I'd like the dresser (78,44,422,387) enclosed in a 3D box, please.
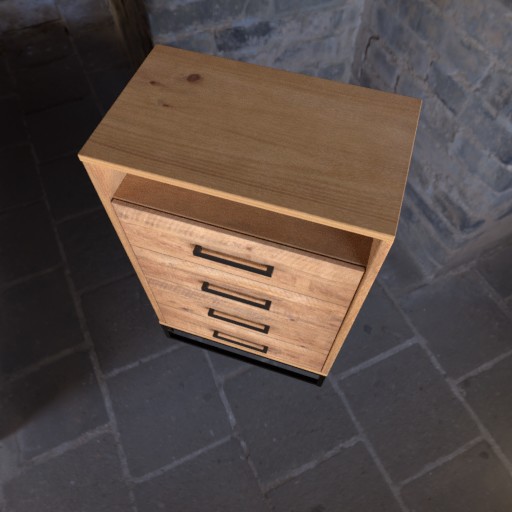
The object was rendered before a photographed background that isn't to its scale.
[{"bbox_3d":[0.000,0.000,1.631,0.761,1.240,0.479,16,61,9],"label":"dresser"}]
